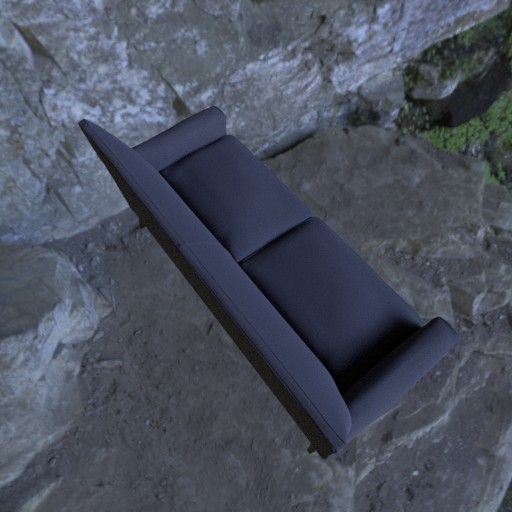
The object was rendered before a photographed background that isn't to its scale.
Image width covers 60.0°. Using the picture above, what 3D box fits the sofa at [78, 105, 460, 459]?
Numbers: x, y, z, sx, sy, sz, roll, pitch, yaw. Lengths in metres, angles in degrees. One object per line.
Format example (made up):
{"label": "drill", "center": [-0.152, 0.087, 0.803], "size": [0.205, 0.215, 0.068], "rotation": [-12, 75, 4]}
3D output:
{"label": "sofa", "center": [0.000, 0.000, 2.380], "size": [0.843, 0.907, 2.002], "rotation": [-32, 63, -19]}
